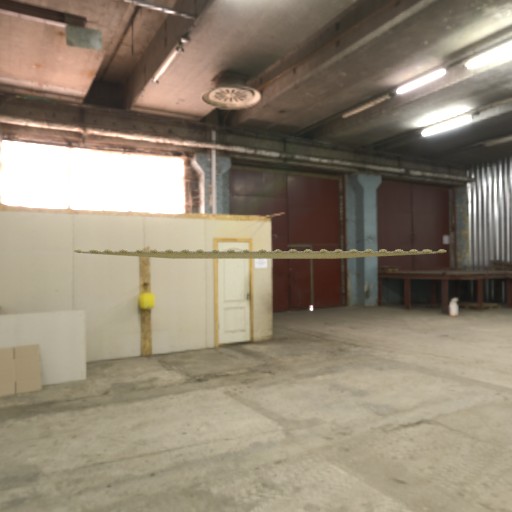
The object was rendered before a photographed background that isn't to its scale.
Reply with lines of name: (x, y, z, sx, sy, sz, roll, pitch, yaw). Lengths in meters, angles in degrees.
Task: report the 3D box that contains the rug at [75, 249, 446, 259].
rug: (0.000, 0.000, 3.029, 1.540, 0.018, 2.435, 0, -1, -1)
